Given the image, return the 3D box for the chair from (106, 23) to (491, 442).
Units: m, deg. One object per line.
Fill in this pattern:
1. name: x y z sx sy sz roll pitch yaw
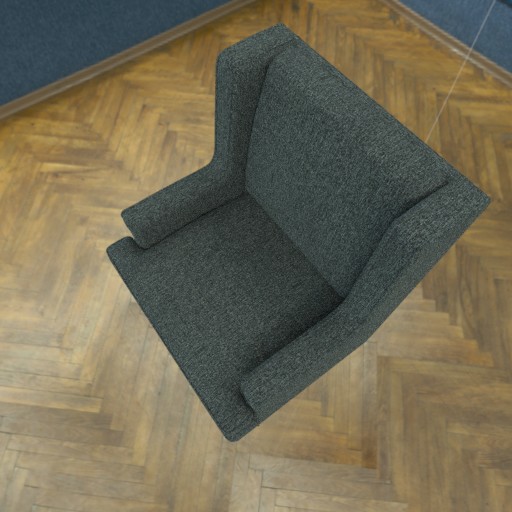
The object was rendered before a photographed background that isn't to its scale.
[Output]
1. chair: 0.000 0.000 1.710 0.927 1.082 0.942 -33 67 -16
